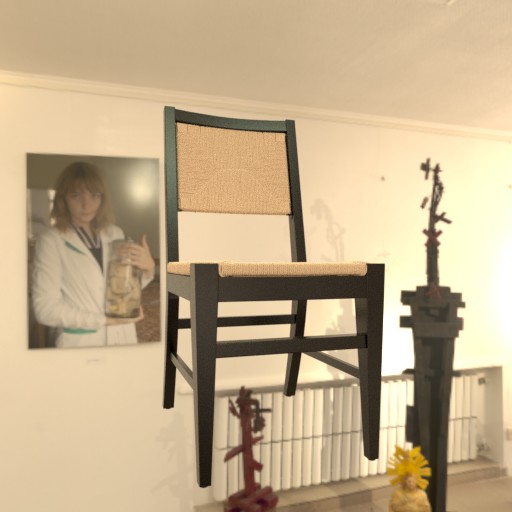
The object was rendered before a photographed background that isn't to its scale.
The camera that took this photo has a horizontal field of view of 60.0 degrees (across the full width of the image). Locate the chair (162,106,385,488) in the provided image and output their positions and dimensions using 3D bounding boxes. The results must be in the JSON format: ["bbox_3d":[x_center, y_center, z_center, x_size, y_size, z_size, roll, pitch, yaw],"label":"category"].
[{"bbox_3d":[0.000,0.000,1.190,0.437,0.927,0.552,0,-1,-18],"label":"chair"}]
